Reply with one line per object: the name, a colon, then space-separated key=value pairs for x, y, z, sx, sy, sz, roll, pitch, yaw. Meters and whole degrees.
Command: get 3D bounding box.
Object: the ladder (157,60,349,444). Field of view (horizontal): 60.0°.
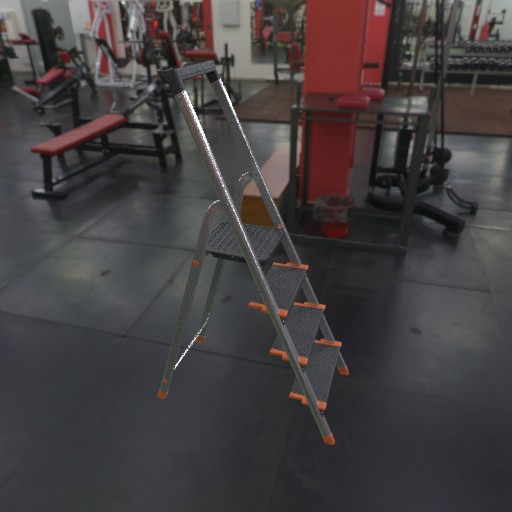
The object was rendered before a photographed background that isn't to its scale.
ladder: x=0.000 y=0.000 z=1.806 sx=0.834 sy=1.429 sz=0.452 roll=9 pitch=30 yaw=16
